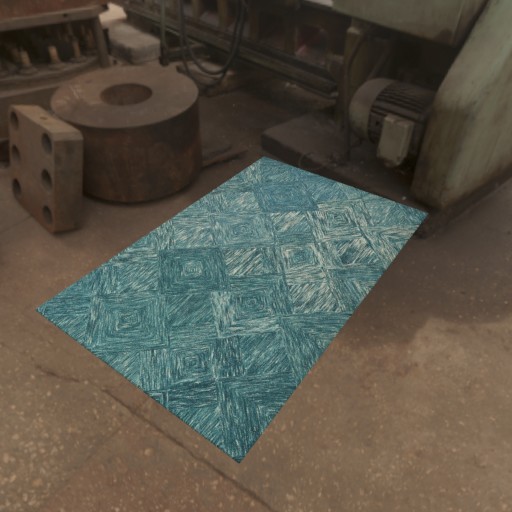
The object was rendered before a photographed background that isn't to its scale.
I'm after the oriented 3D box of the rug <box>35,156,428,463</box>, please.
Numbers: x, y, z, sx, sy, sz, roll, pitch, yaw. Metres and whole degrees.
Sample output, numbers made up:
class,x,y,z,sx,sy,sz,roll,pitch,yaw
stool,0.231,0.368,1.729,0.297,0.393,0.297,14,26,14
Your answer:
class,x,y,z,sx,sy,sz,roll,pitch,yaw
rug,0.000,0.000,2.916,1.490,0.015,2.277,25,47,27
